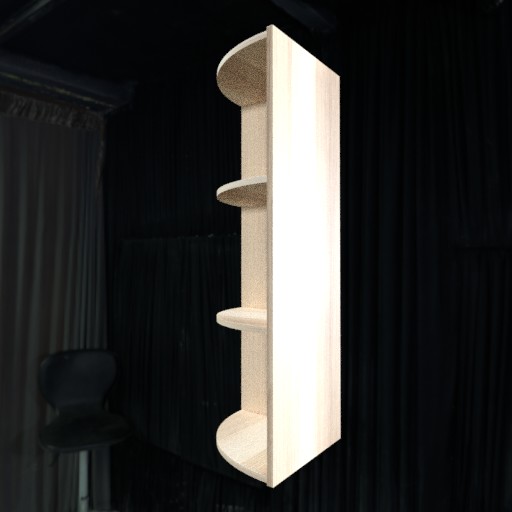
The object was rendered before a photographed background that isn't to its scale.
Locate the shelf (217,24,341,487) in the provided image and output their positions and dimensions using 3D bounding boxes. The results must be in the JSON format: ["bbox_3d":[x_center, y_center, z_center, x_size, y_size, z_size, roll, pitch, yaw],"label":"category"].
[{"bbox_3d":[0.000,0.000,1.037,0.290,0.872,0.290,-1,-1,36],"label":"shelf"}]
